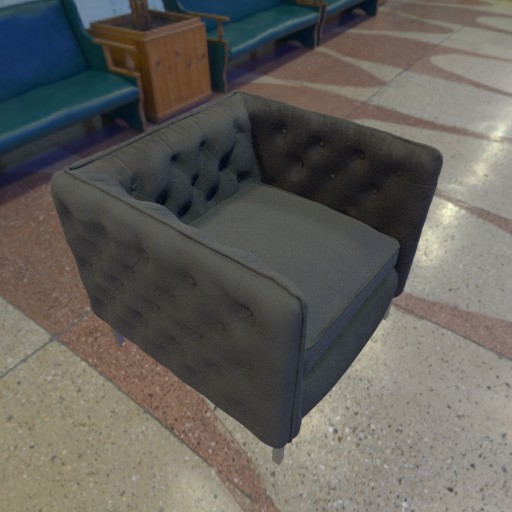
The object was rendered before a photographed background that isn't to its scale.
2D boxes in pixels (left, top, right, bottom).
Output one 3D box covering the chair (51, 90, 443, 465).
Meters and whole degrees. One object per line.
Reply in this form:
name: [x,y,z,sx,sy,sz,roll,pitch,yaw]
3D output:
chair: [0.000,0.000,1.621,0.913,0.807,0.946,27,48,28]
